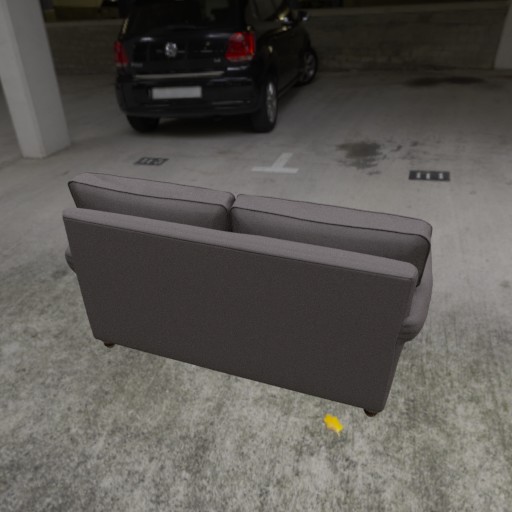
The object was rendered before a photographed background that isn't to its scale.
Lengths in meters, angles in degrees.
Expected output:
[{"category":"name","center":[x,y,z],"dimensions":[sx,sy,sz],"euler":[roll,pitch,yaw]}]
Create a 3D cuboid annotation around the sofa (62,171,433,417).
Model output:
[{"category":"sofa","center":[0.000,0.000,2.259],"dimensions":[1.665,0.937,0.964],"euler":[10,34,16]}]
